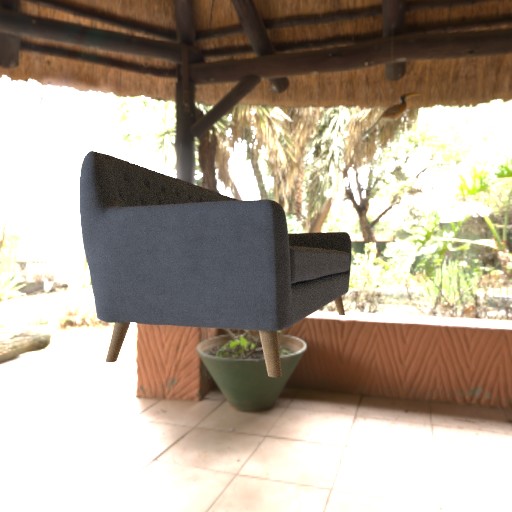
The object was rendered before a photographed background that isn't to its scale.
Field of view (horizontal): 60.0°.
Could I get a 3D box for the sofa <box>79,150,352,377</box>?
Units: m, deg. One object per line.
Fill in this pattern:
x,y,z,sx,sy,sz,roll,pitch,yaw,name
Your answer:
0.000,0.000,2.440,0.830,0.830,1.970,0,0,19,sofa
